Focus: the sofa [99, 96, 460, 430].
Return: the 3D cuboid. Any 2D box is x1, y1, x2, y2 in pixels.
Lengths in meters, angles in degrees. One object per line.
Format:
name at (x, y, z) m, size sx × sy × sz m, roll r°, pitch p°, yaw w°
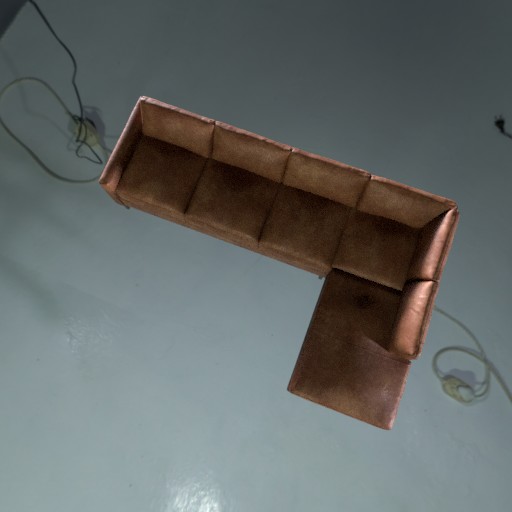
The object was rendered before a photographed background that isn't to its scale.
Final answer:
sofa at (0.000, 0.000, 3.838) m, size 2.984 × 0.877 × 1.938 m, roll 20°, pitch 77°, yaw 5°
